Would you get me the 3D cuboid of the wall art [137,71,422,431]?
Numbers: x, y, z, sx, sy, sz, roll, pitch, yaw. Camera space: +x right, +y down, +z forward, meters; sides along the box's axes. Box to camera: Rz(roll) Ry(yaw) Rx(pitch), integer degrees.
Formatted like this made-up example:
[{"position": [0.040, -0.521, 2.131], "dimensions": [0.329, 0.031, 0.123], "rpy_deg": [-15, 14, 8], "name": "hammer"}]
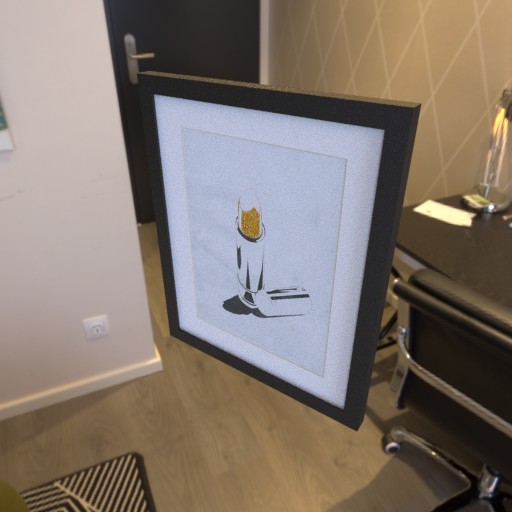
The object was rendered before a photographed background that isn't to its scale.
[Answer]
[{"position": [0.000, 0.000, 0.769], "dimensions": [0.457, 0.559, 0.029], "rpy_deg": [19, 36, 29], "name": "wall art"}]
